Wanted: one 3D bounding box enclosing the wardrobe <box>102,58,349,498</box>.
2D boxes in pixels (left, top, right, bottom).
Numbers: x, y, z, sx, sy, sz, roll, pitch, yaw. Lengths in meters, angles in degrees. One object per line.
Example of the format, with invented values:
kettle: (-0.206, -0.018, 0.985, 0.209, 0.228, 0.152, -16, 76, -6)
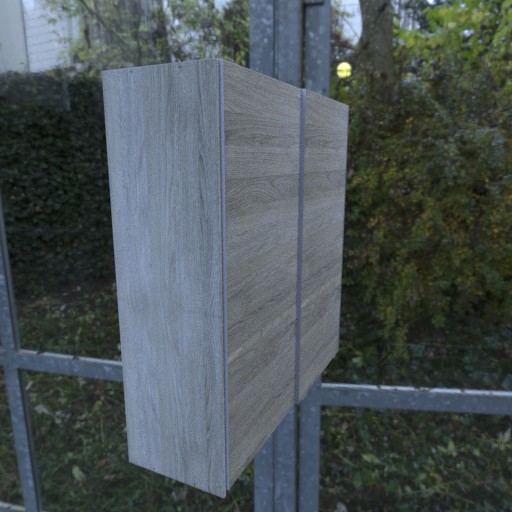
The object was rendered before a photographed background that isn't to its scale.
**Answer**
wardrobe: (0.000, 0.000, 2.794, 0.629, 1.960, 1.780, 6, 14, 26)
